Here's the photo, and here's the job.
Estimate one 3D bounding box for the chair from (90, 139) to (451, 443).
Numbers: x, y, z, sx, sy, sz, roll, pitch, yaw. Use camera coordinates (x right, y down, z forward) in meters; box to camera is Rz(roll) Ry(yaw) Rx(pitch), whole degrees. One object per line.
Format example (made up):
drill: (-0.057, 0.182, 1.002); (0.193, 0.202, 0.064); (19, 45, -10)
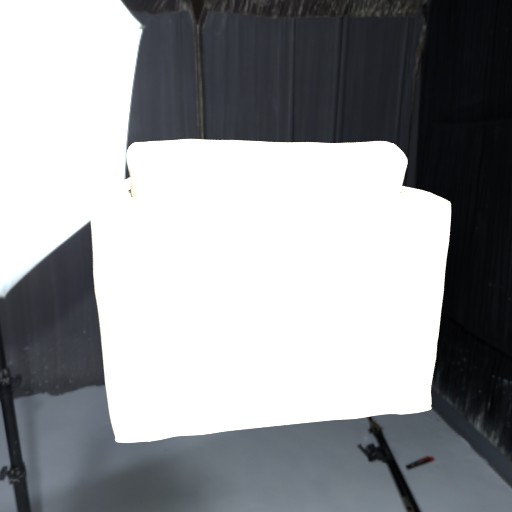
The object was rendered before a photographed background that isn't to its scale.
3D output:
chair: (0.000, 0.000, 1.715); (1.057, 0.867, 0.949); (-2, 14, -9)
